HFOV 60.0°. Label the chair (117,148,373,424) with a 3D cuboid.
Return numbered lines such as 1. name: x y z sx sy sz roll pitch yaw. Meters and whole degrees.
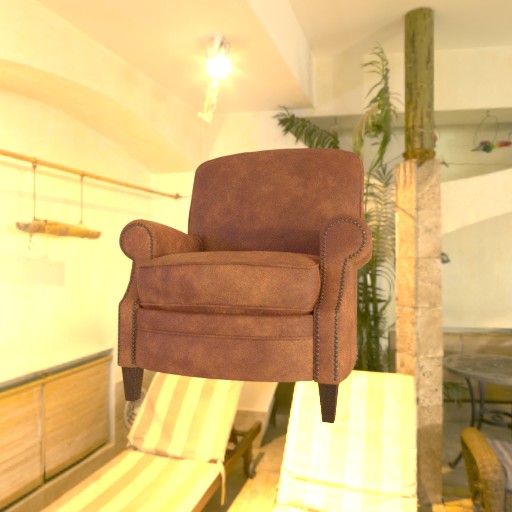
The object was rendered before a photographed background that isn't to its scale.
1. chair: 0.000 0.000 1.811 0.936 1.018 0.986 0 0 17
